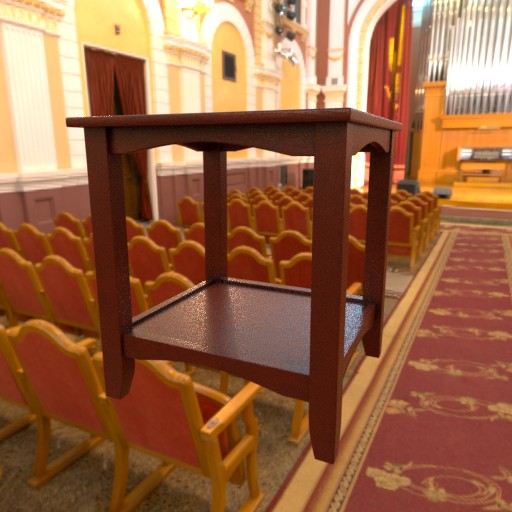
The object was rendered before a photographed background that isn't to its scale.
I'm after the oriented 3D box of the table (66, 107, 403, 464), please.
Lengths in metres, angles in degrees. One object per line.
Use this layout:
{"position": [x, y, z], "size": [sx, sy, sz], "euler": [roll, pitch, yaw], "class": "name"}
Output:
{"position": [0.000, 0.000, 0.957], "size": [0.523, 0.558, 0.522], "euler": [7, 16, 27], "class": "table"}
